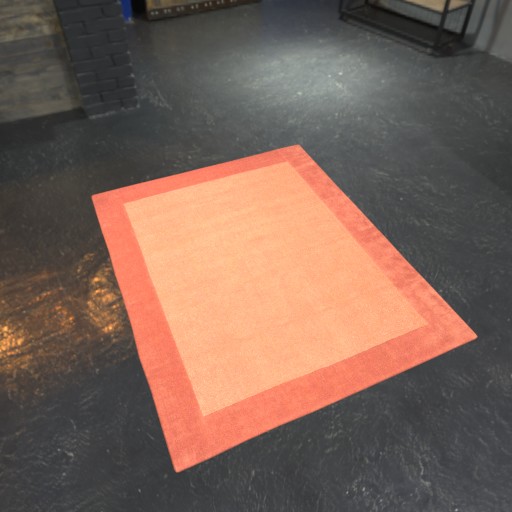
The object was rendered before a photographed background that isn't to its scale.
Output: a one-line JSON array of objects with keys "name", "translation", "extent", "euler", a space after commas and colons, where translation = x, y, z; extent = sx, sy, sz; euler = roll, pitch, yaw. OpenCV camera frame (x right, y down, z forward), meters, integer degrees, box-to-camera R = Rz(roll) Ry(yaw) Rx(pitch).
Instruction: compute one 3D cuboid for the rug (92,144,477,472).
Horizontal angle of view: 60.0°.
[{"name": "rug", "translation": [0.000, 0.000, 4.004], "extent": [2.430, 0.018, 2.976], "euler": [-18, 49, -16]}]
